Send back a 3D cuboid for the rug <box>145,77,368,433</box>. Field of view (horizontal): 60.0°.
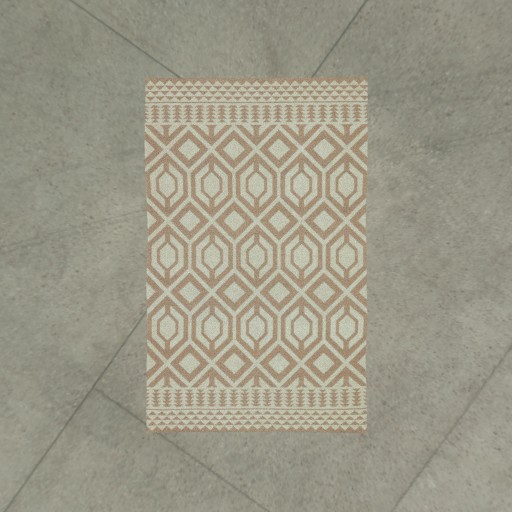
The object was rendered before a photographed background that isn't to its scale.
[{"bbox_3d":[0.000,0.000,3.039,1.526,0.011,2.435,0,91,0],"label":"rug"}]
